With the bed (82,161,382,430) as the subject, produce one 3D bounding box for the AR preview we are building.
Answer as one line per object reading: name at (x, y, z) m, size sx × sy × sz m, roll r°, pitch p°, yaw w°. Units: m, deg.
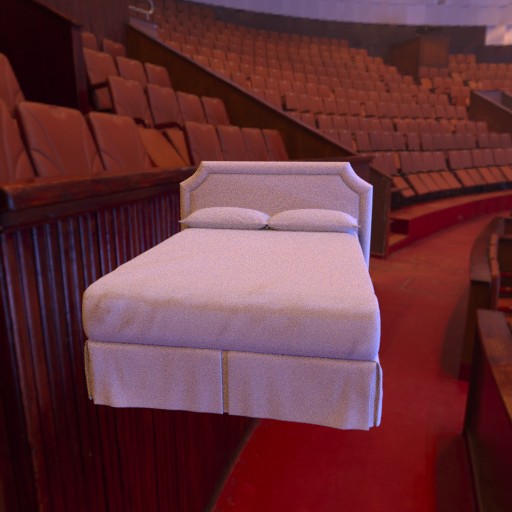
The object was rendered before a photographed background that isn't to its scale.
bed at (0.000, 0.000, 3.284) m, size 1.828 × 1.297 × 2.164 m, roll 2°, pitch 14°, yaw 9°
